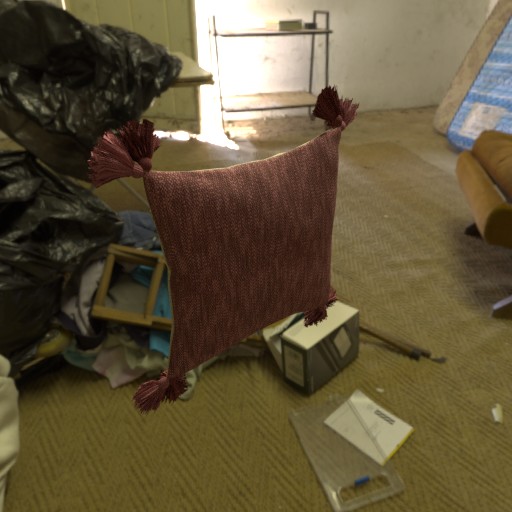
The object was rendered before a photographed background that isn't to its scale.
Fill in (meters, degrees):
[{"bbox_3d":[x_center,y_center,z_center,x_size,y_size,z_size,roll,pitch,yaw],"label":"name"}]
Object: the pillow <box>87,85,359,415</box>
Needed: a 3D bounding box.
[{"bbox_3d":[0.000,0.000,0.972,0.641,0.659,0.138,-21,37,-31],"label":"pillow"}]
